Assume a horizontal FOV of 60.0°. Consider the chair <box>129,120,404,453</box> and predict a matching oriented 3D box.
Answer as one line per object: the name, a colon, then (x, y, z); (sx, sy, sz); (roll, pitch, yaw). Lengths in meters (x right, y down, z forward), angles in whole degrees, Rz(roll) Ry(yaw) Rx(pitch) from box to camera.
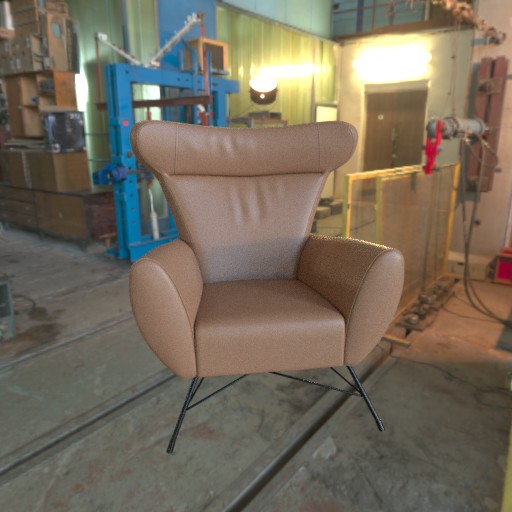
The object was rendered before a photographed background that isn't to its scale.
chair: (0.000, 0.000, 1.770); (0.980, 1.050, 0.900); (-2, 16, -8)
